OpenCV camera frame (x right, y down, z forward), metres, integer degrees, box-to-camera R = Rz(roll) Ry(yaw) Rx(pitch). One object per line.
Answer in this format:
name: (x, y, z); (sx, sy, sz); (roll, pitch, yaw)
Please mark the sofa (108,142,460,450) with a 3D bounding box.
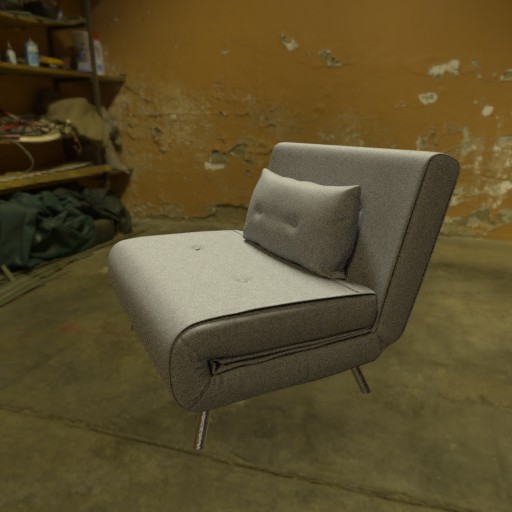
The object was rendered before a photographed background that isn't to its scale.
sofa: (0.000, 0.000, 1.746); (1.000, 0.825, 1.020); (-8, 18, -26)
